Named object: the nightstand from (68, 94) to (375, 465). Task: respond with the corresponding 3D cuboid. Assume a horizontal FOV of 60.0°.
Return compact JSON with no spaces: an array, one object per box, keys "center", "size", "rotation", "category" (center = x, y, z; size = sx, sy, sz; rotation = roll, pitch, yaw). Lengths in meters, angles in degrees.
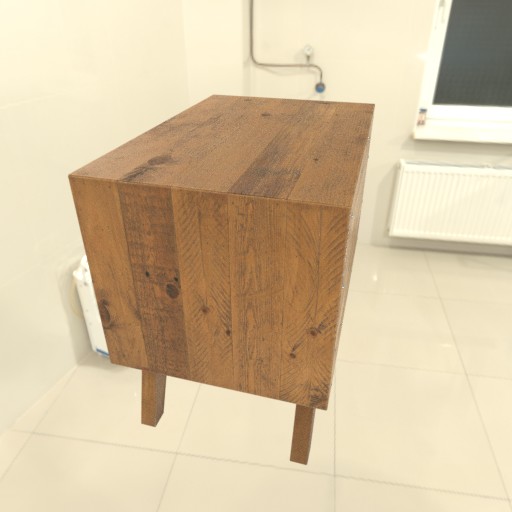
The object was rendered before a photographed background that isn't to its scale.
[{"center":[0.000,0.000,1.062],"size":[0.450,0.599,0.650],"rotation":[8,32,13],"category":"nightstand"}]
